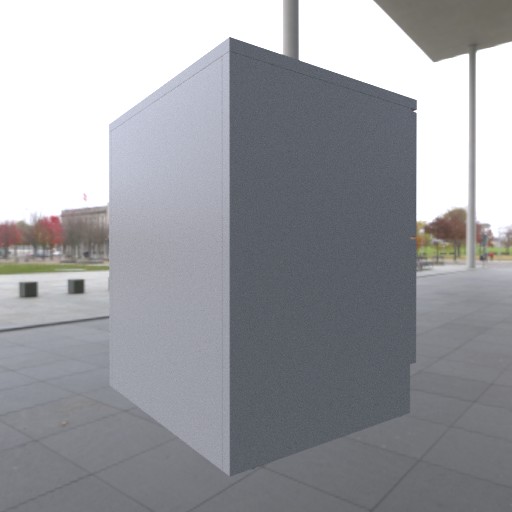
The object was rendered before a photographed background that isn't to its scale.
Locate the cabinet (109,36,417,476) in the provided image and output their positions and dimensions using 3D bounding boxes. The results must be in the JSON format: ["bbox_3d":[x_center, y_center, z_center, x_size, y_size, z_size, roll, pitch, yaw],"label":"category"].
[{"bbox_3d":[0.000,0.000,0.738,0.360,0.470,0.400,0,1,-36],"label":"cabinet"}]
